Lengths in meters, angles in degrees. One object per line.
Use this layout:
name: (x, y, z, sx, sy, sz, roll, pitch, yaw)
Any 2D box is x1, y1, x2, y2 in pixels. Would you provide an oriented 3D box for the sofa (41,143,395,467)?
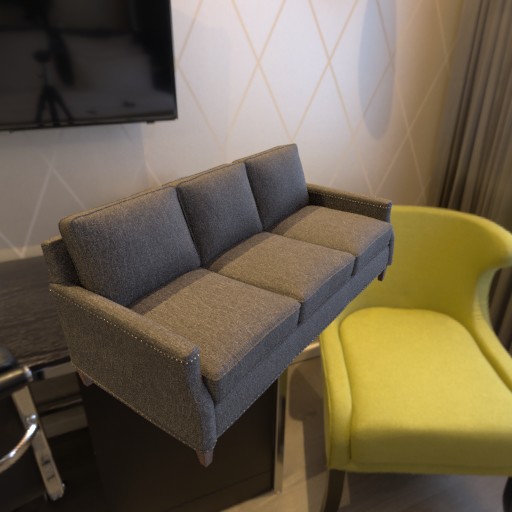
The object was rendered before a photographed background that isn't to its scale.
sofa: (0.000, 0.000, 2.828, 1.084, 1.003, 2.246, 18, 32, 32)
